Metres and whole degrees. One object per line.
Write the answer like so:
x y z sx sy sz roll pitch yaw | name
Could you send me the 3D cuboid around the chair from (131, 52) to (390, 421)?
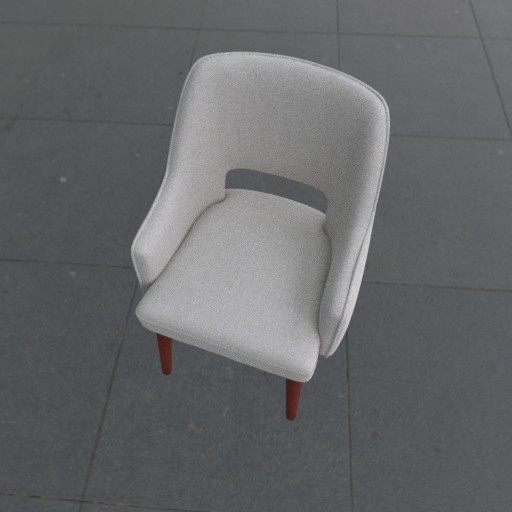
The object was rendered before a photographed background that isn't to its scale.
0.000 0.000 1.199 0.560 0.840 0.580 17 60 10 | chair
